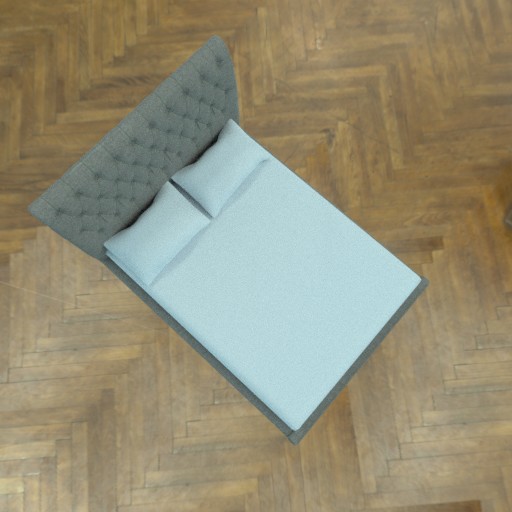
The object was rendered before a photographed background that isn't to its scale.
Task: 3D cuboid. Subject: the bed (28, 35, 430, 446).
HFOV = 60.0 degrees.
[{"bbox_3d":[0.000,0.000,3.264,2.252,1.371,1.645,41,80,9],"label":"bed"}]
